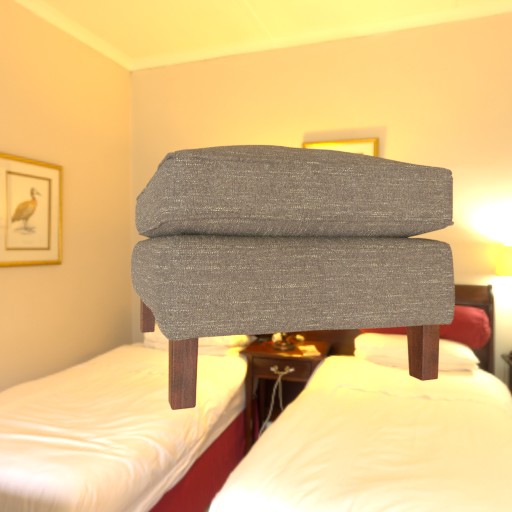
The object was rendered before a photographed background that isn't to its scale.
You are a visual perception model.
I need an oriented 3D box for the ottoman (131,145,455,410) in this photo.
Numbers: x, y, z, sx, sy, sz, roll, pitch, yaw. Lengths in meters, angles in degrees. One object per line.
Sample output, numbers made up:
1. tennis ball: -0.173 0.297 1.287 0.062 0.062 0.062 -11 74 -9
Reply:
1. ottoman: 0.000 0.000 0.962 0.508 0.406 0.686 0 1 -18
